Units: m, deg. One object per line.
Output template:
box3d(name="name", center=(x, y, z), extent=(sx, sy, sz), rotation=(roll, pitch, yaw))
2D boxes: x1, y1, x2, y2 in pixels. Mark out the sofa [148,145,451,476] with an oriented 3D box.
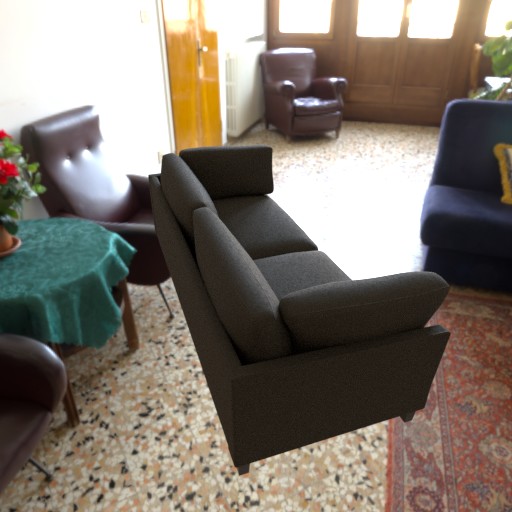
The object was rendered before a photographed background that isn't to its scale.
box3d(name="sofa", center=(0.000, 0.000, 2.709), extent=(0.969, 0.792, 2.312), rotation=(-10, 32, -17))
